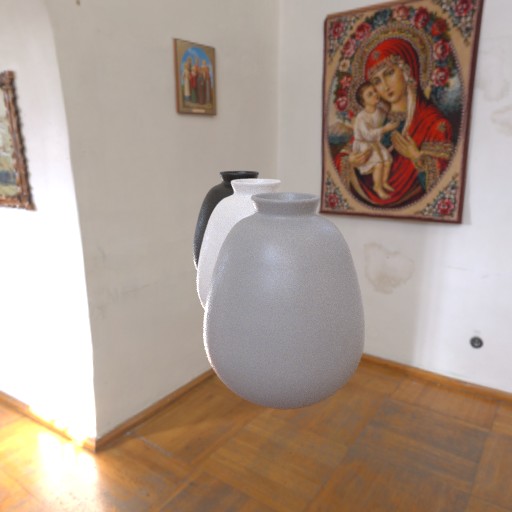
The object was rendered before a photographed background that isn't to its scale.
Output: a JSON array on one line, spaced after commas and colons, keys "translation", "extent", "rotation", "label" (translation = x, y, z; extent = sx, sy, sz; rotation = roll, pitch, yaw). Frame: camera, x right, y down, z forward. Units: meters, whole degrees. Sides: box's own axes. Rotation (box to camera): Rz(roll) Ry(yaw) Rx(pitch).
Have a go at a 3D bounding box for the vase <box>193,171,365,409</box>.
[{"translation": [0.000, 0.000, 0.362], "extent": [0.097, 0.122, 0.297], "rotation": [-2, 15, -9], "label": "vase"}]
